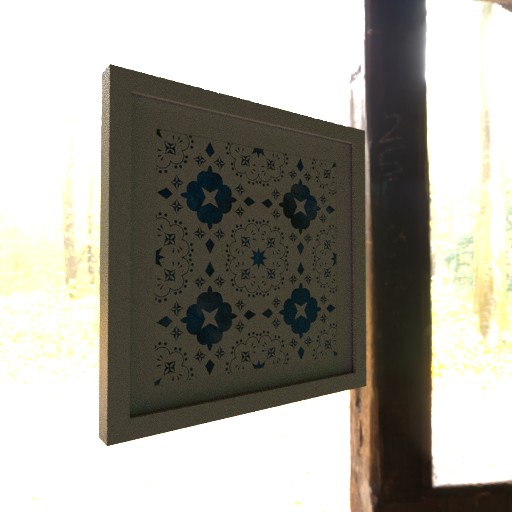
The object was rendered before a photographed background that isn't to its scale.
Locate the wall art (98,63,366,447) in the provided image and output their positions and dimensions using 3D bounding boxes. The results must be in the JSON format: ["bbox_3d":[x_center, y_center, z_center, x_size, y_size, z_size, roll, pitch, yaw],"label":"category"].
[{"bbox_3d":[0.000,0.000,0.524,0.355,0.355,0.027,1,-2,-35],"label":"wall art"}]
